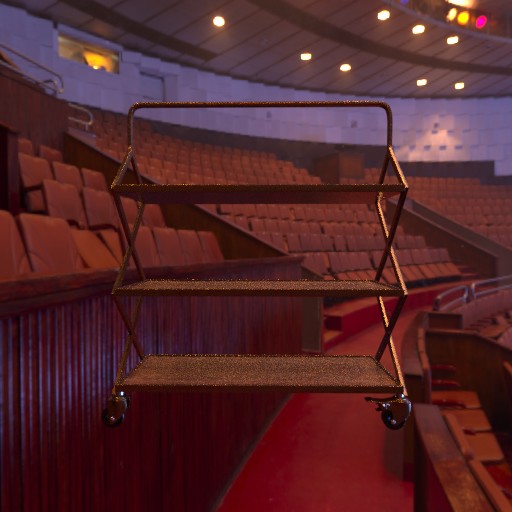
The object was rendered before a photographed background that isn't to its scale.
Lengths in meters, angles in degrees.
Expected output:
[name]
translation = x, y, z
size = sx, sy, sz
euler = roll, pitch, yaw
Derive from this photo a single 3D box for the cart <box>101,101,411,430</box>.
[cart]
translation = 0.000, 0.000, 1.173
size = 0.723, 0.805, 0.313
euler = 0, 1, 1
